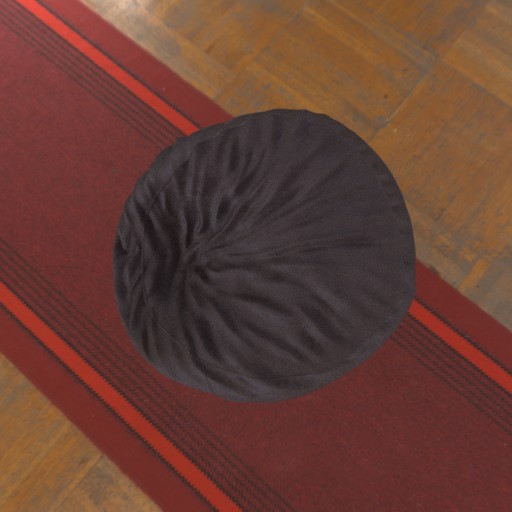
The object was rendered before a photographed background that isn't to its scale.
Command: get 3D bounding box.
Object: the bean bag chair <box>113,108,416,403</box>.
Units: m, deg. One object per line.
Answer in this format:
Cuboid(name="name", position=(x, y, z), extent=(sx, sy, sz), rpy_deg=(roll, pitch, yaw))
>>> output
Cuboid(name="bean bag chair", position=(0.000, 0.000, 1.986), extent=(1.245, 0.821, 1.245), rpy_deg=(0, 77, 0))
